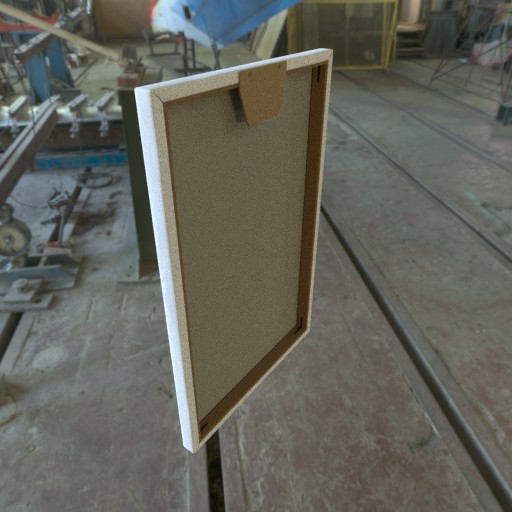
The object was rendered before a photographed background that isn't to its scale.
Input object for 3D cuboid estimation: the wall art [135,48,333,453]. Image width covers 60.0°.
[{"bbox_3d":[0.000,0.000,1.141,0.048,0.916,0.602,21,38,30],"label":"wall art"}]
